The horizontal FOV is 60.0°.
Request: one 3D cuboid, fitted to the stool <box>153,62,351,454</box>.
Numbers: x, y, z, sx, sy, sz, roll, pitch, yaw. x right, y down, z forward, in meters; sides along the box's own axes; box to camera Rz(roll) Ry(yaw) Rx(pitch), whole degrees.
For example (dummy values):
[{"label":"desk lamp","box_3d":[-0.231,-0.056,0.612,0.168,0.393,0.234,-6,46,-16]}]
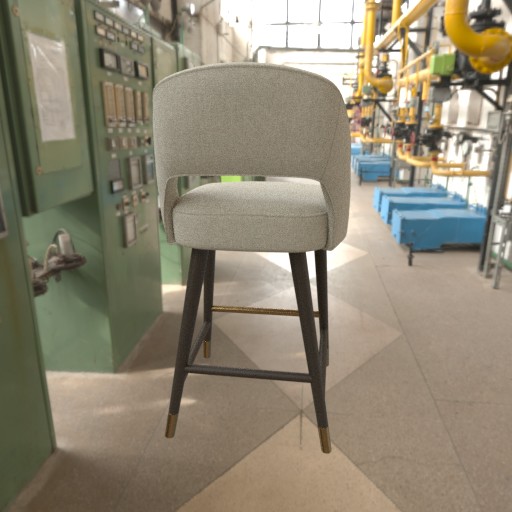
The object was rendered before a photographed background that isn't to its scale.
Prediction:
[{"label":"stool","box_3d":[0.000,0.000,1.234,0.494,0.940,0.509,2,17,8]}]
